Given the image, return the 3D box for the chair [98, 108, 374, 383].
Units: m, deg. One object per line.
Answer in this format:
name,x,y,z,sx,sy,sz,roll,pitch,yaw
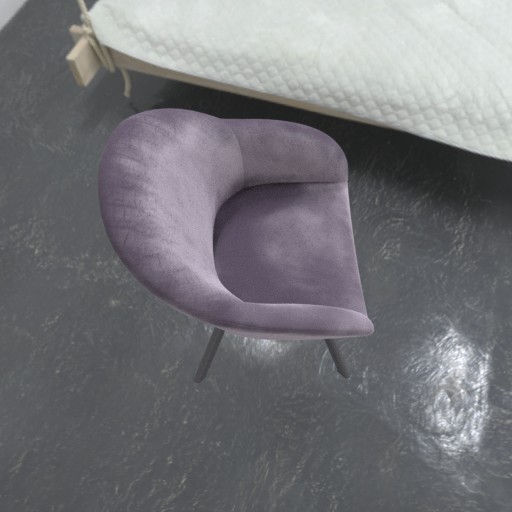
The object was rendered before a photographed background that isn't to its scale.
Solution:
chair,0.000,0.000,1.171,0.590,0.795,0.550,-2,63,-1
